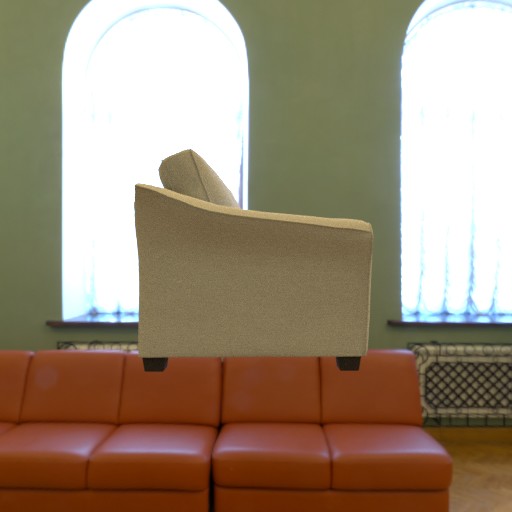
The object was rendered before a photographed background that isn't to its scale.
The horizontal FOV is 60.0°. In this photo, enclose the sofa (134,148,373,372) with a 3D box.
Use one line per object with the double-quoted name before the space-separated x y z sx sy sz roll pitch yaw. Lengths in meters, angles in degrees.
"sofa" 0.000 0.000 2.848 0.980 0.965 2.270 0 0 0
